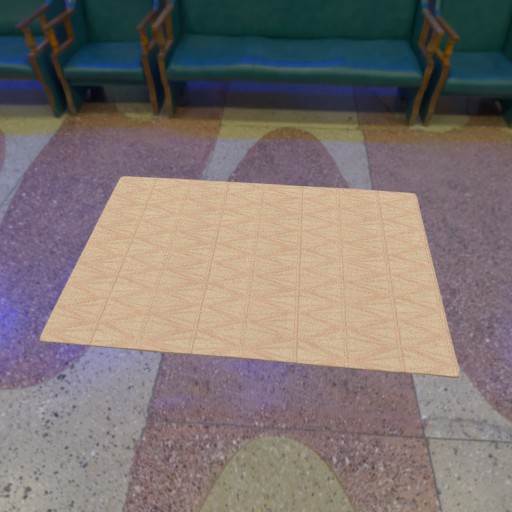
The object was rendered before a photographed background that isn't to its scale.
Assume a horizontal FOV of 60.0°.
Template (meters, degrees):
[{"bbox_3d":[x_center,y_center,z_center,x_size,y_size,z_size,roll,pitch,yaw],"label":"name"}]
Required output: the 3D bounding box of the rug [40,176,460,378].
[{"bbox_3d":[0.000,0.000,3.032,2.390,0.015,1.609,4,47,4],"label":"rug"}]
